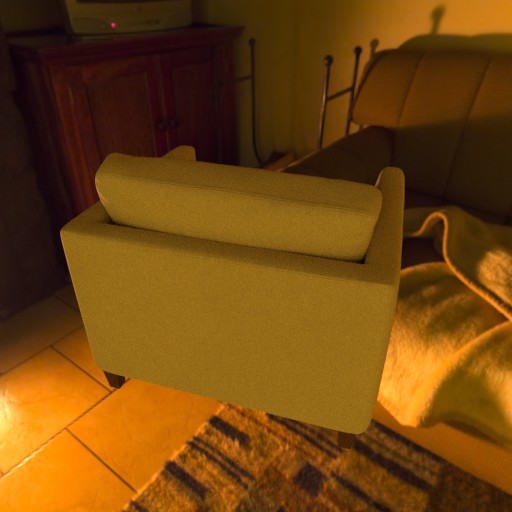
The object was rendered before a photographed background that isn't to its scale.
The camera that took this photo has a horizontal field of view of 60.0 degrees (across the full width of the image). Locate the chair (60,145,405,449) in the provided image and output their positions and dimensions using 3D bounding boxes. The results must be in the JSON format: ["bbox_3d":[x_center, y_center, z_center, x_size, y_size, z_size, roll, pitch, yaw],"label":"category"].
[{"bbox_3d":[0.000,0.000,1.837,1.107,0.961,0.959,9,33,14],"label":"chair"}]
